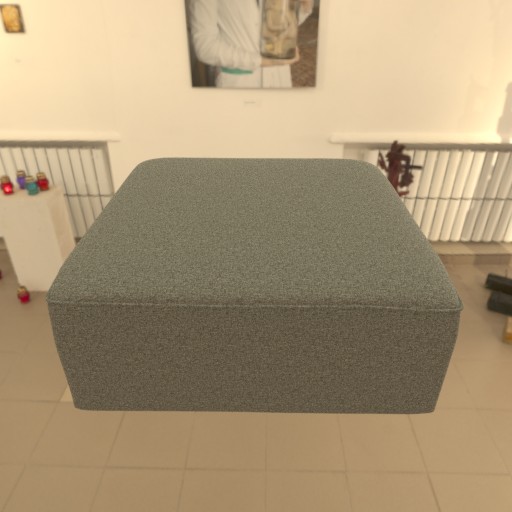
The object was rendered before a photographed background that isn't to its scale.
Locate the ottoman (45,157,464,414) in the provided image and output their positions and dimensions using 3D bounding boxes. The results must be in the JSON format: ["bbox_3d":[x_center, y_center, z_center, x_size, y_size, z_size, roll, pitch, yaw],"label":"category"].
[{"bbox_3d":[0.000,0.000,1.543,1.005,0.464,1.015,1,31,1],"label":"ottoman"}]
